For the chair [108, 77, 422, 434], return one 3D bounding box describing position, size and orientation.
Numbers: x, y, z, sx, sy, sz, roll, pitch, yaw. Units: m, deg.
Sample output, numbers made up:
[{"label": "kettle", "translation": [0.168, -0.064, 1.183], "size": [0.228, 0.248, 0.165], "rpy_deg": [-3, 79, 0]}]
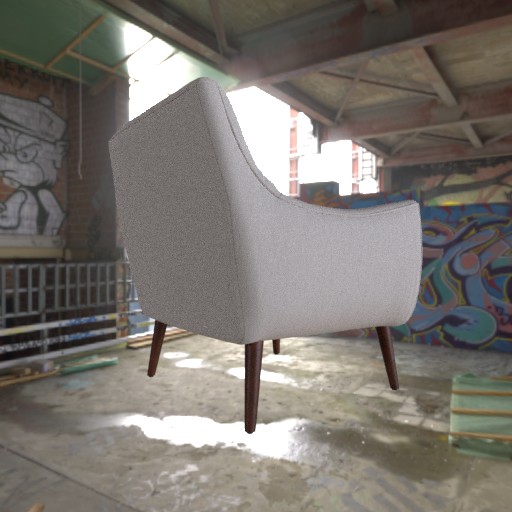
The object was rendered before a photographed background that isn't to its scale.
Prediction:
[{"label": "chair", "translation": [0.000, 0.000, 1.433], "size": [0.787, 0.838, 0.762], "rpy_deg": [-1, 1, -36]}]
